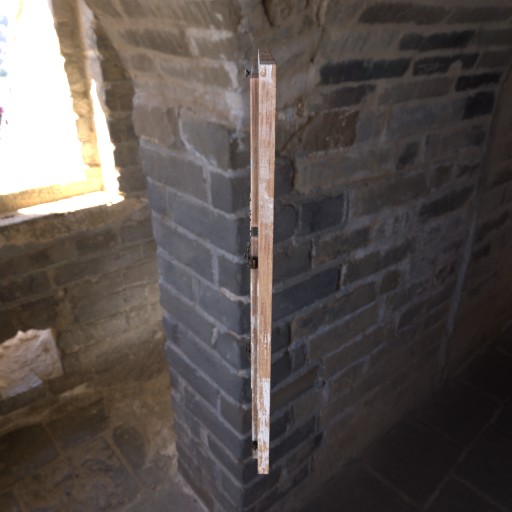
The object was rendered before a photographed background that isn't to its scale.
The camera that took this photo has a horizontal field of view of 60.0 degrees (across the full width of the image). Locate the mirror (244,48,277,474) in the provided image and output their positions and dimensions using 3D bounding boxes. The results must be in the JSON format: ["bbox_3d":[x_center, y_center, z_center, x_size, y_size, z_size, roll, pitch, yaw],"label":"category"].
[{"bbox_3d":[0.000,0.000,1.463,0.083,1.213,0.707,0,27,0],"label":"mirror"}]
